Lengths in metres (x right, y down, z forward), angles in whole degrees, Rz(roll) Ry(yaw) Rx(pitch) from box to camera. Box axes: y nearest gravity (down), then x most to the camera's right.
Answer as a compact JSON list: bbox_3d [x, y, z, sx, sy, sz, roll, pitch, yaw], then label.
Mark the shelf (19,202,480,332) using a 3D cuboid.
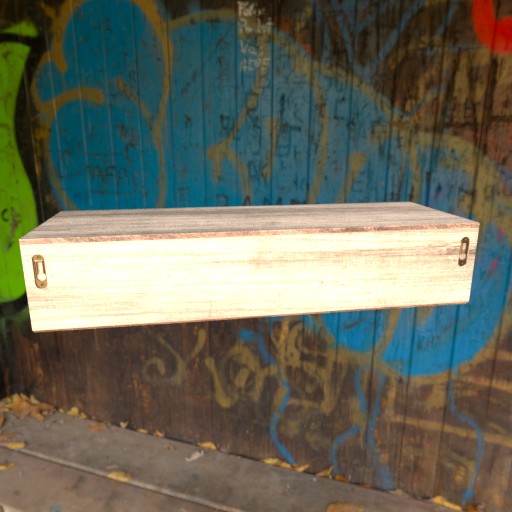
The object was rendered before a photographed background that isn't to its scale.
[{"bbox_3d":[0.000,0.000,0.691,0.610,0.125,0.200,-3,16,-9],"label":"shelf"}]
